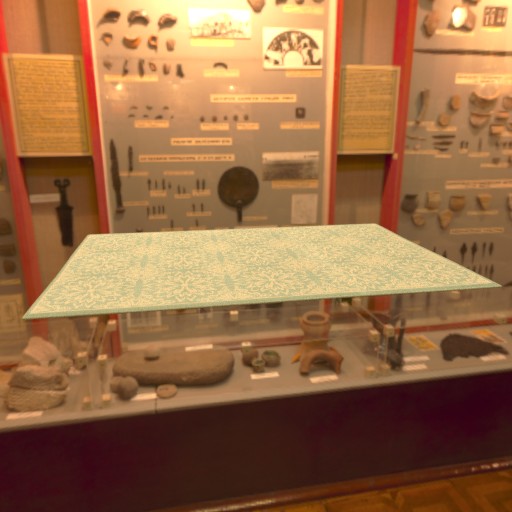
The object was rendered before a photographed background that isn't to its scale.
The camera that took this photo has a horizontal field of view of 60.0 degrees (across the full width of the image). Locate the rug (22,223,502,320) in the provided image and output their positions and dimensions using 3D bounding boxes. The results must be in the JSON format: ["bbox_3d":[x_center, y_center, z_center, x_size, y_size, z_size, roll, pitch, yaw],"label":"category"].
[{"bbox_3d":[0.000,0.000,3.343,2.746,0.018,1.819,-3,17,-9],"label":"rug"}]
